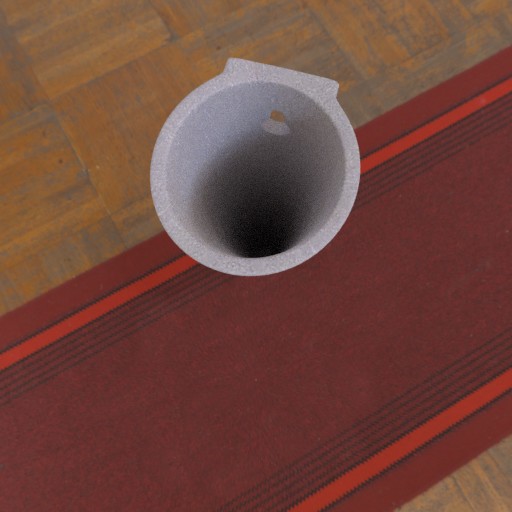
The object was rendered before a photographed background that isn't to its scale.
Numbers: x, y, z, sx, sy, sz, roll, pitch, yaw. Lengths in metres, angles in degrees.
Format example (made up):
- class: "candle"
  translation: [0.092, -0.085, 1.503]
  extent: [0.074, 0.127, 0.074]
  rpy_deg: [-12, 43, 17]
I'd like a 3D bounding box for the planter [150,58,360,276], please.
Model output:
- class: "planter"
  translation: [0.000, 0.000, 0.289]
  extent: [0.078, 0.259, 0.087]
  rpy_deg: [14, 75, 4]
